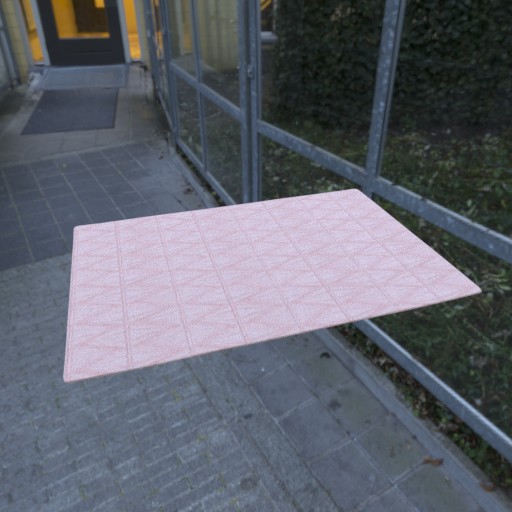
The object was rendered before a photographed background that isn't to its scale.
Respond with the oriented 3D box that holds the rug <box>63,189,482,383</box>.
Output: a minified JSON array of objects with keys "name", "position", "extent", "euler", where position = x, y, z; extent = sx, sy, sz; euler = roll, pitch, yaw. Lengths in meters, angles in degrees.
[{"name":"rug","position":[0.000,0.000,3.012],"extent":[2.390,0.015,1.609],"euler":[-10,34,-15]}]
